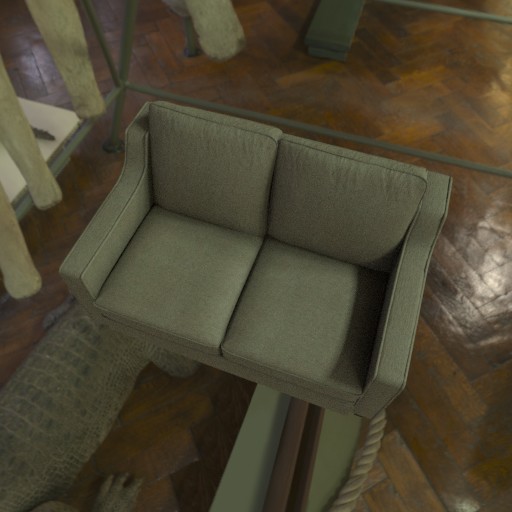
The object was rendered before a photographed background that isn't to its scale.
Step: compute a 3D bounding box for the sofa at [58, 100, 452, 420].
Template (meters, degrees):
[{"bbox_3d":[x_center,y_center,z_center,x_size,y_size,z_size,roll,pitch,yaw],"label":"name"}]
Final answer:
[{"bbox_3d":[0.000,0.000,2.129,1.503,0.981,0.985,17,60,10],"label":"sofa"}]
